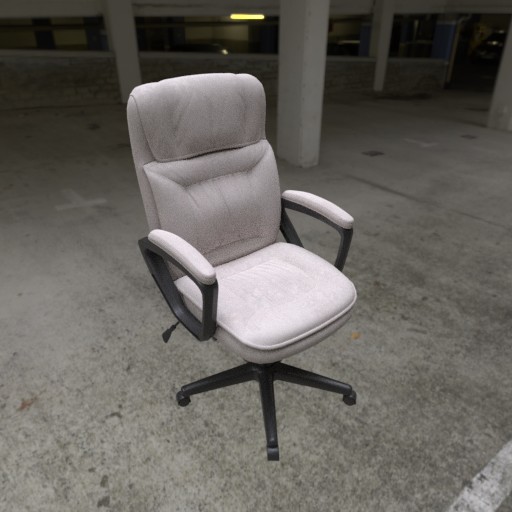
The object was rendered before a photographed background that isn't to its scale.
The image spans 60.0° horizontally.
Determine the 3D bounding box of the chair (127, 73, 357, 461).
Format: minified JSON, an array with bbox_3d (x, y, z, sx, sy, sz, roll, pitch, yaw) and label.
[{"bbox_3d":[0.000,0.000,1.525,0.667,1.105,0.724,-21,36,-33],"label":"chair"}]
